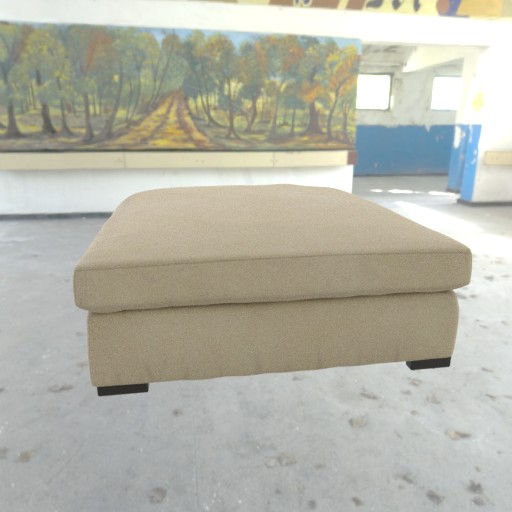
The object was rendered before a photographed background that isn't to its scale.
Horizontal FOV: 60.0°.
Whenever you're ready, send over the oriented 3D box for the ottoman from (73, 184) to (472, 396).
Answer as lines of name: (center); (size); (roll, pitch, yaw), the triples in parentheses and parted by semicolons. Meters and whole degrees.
ottoman: (0.000, 0.000, 1.864); (1.205, 0.522, 1.190); (-3, 17, -9)
